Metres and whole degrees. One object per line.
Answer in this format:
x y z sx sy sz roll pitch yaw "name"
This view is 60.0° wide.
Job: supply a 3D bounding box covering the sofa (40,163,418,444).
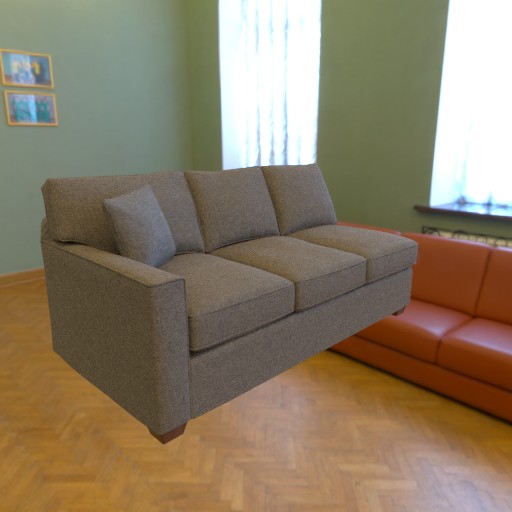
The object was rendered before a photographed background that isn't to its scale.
0.000 0.000 2.494 1.034 0.946 1.963 14 20 43 "sofa"
